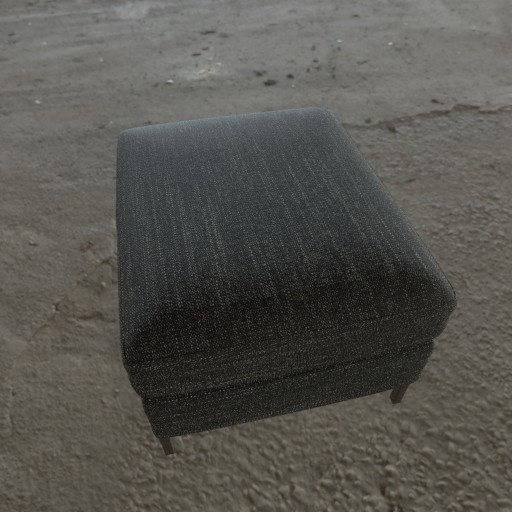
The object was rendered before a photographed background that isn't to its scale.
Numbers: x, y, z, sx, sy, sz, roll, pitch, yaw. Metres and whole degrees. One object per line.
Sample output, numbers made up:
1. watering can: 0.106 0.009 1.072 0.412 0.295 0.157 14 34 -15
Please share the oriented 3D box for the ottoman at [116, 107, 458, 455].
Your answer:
1. ottoman: 0.000 0.000 1.211 0.667 0.491 0.814 -9 47 -9
